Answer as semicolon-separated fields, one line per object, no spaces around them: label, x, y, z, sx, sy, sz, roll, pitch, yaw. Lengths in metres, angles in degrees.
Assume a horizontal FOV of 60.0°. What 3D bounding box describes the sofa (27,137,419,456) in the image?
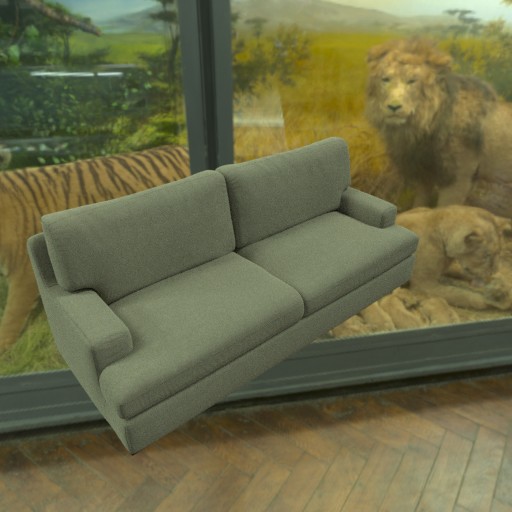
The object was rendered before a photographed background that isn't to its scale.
sofa;0.000;0.000;2.780;2.354;0.980;0.962;-23;38;-34
